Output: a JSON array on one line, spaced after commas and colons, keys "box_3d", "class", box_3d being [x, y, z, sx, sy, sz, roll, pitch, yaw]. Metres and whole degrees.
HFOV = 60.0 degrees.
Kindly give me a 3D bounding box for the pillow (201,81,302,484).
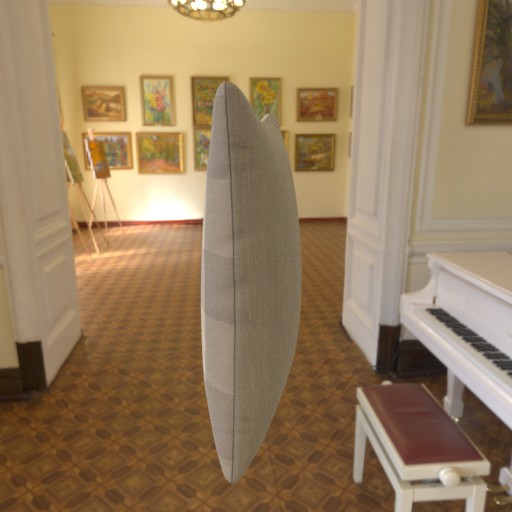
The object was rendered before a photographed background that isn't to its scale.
[{"box_3d": [0.000, 0.000, 0.775, 0.161, 0.509, 0.511, 2, 14, 7], "class": "pillow"}]
